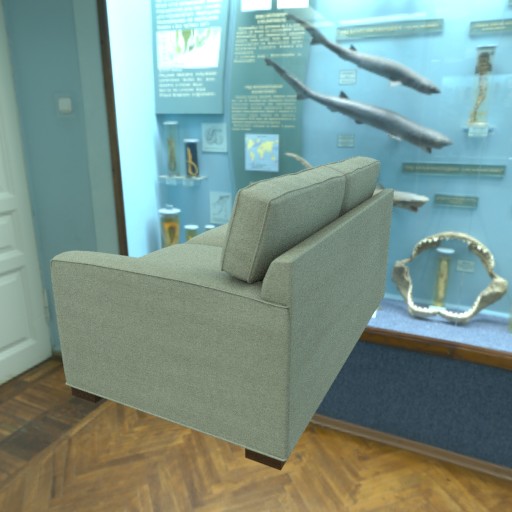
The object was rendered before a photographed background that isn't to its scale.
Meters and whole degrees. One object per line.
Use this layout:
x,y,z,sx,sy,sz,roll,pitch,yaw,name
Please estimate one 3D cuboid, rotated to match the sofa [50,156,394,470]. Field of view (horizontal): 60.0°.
0.000,0.000,2.041,0.940,0.853,1.484,8,19,25,sofa
